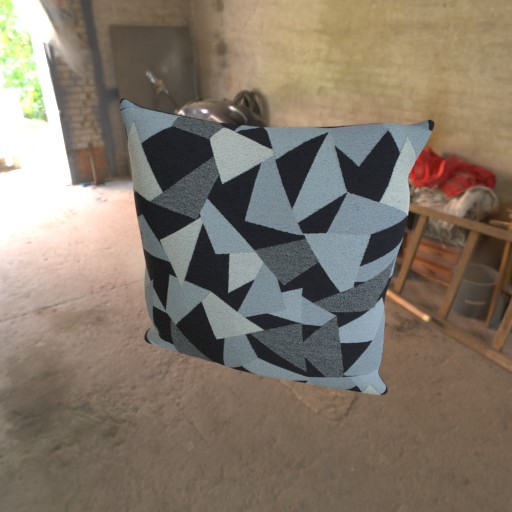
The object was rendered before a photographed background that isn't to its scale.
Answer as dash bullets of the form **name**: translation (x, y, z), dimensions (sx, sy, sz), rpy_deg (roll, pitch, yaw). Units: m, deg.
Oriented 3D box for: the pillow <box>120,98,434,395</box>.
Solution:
- **pillow**: translation (0.000, 0.000, 0.766), dimensions (0.503, 0.496, 0.208), rpy_deg (9, 28, 16)
